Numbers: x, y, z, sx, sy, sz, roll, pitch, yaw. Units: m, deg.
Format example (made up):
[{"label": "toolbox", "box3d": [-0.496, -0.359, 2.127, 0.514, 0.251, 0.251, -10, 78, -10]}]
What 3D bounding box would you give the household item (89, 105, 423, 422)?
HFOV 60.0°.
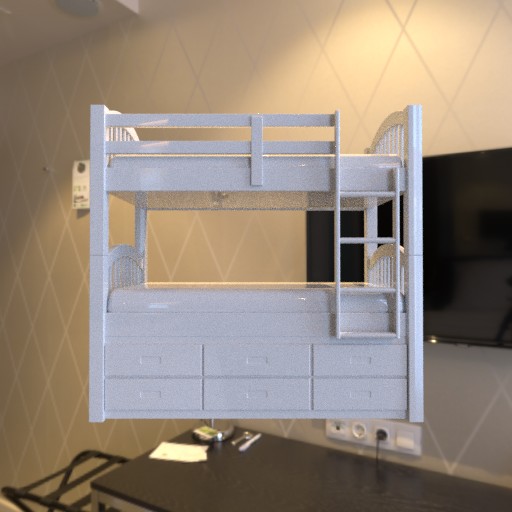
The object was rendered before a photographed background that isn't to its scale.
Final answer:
[{"label": "household item", "box3d": [0.000, 0.000, 3.234, 2.032, 2.032, 1.143, 0, -1, 0]}]
